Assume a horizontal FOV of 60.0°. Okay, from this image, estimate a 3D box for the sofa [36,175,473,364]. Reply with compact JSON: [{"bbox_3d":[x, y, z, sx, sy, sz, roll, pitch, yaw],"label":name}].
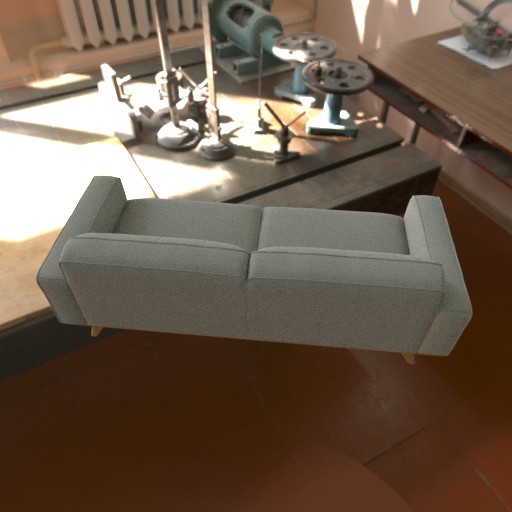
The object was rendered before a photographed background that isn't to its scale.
[{"bbox_3d":[0.000,0.000,2.679,2.270,0.781,0.956,4,47,4],"label":"sofa"}]
